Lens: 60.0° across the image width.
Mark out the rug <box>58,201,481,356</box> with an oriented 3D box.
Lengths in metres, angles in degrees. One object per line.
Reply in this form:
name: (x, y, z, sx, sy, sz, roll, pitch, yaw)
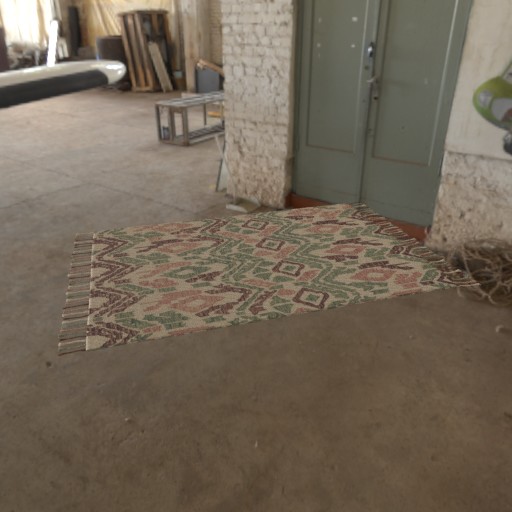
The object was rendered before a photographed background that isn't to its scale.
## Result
rug: (0.000, 0.000, 3.046, 2.438, 0.011, 1.524, -8, 28, -15)
